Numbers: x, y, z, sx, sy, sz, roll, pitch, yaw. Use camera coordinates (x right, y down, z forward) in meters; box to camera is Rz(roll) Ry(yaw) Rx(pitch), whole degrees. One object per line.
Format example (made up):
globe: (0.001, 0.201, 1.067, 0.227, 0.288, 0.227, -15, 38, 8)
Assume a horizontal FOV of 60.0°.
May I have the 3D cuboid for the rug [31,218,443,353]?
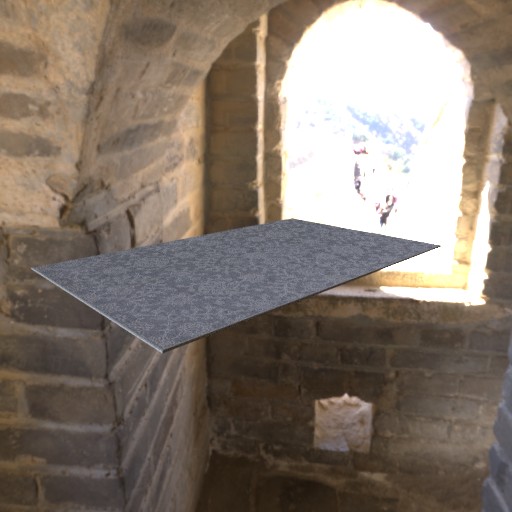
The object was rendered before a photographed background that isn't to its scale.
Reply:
rug: (0.000, 0.000, 3.042, 2.430, 0.010, 1.515, -14, 21, -42)
